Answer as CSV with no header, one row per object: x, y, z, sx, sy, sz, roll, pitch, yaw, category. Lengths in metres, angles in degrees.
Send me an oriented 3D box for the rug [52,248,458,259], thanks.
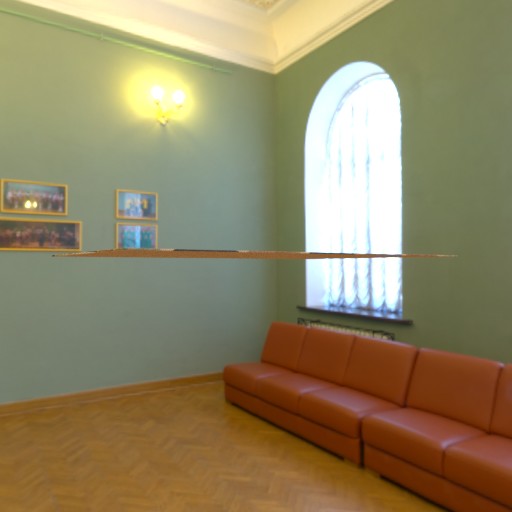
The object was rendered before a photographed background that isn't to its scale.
0.000,0.000,2.397,1.828,0.006,1.216,1,-1,-34,rug
